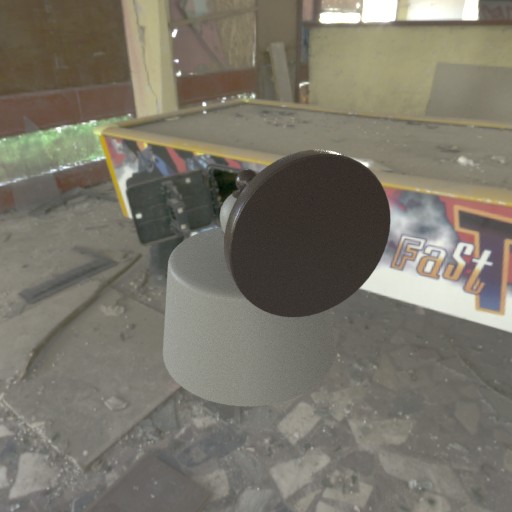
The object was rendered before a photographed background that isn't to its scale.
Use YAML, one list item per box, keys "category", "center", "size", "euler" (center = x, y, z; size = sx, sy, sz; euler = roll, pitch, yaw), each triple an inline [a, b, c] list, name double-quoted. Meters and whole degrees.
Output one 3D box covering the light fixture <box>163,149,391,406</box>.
- category: "light fixture"
  center: [0.000, 0.000, 0.453]
  size: [0.204, 0.268, 0.254]
  euler: [-9, 28, -17]
